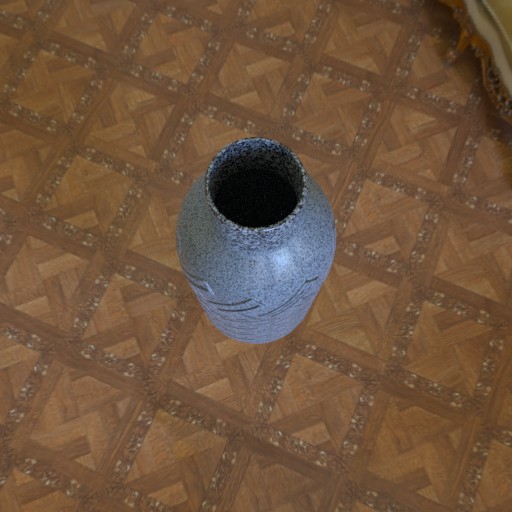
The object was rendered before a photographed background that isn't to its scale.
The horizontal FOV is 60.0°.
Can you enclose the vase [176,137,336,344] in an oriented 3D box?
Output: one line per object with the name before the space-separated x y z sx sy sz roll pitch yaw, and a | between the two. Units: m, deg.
vase | 0.000 0.000 0.353 0.122 0.282 0.122 0 75 0
